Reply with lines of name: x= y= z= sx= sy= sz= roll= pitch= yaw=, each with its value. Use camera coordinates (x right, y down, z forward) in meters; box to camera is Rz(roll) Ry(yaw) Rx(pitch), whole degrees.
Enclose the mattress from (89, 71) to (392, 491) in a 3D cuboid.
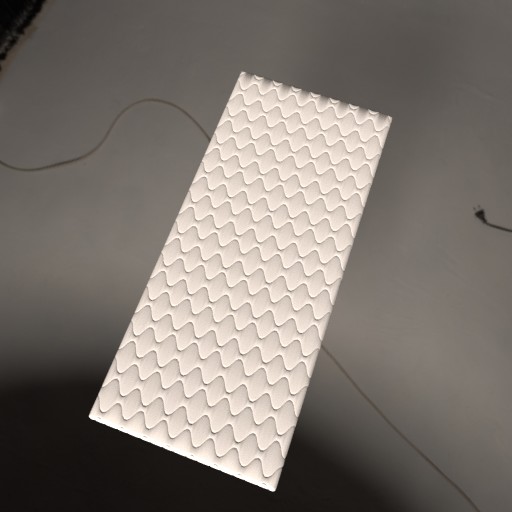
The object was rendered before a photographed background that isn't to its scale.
mattress: x=0.000 y=0.000 z=2.299 sx=0.900 sy=0.200 sz=2.000 roll=19 pitch=74 yaw=6
